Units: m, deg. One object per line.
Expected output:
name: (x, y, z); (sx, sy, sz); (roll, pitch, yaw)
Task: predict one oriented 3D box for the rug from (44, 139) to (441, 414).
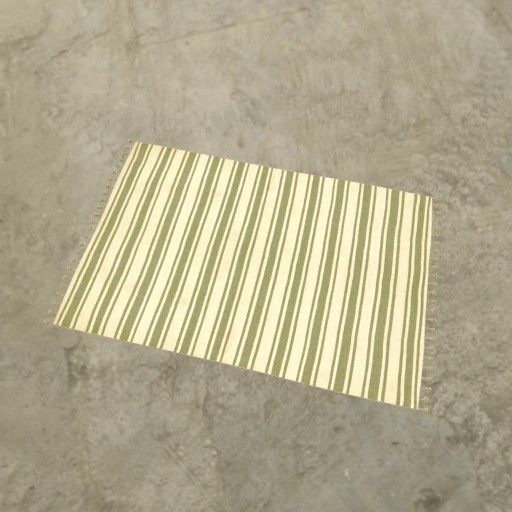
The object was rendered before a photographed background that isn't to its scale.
rug: (0.000, 0.000, 3.017); (2.435, 0.018, 1.540); (12, 64, 6)
